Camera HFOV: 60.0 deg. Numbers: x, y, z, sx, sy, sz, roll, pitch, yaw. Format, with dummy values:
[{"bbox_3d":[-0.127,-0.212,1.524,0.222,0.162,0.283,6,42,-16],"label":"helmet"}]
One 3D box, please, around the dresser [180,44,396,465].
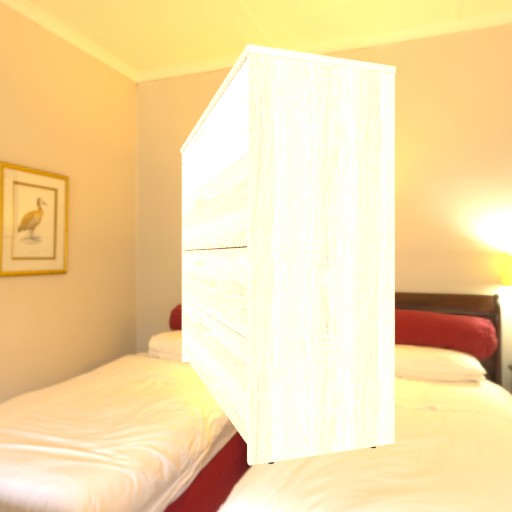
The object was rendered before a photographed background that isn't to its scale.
[{"bbox_3d":[0.000,0.000,1.459,0.380,0.900,0.980,0,0,-18],"label":"dresser"}]
